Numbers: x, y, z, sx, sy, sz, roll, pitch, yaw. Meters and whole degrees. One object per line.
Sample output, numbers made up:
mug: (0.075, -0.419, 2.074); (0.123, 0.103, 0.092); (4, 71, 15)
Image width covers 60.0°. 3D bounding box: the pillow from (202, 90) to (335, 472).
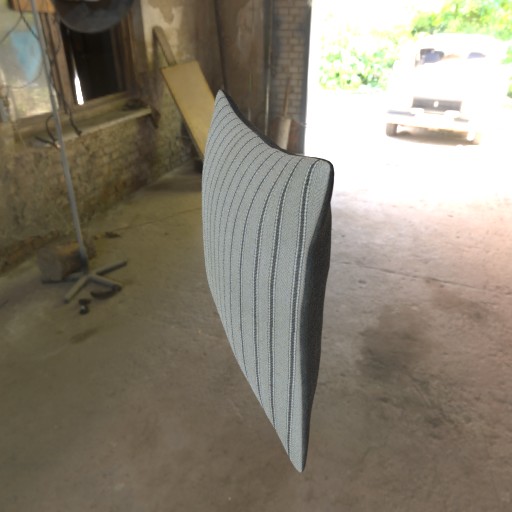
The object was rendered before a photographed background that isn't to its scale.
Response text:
pillow: (0.000, 0.000, 0.705); (0.138, 0.444, 0.468); (-8, 31, -14)
